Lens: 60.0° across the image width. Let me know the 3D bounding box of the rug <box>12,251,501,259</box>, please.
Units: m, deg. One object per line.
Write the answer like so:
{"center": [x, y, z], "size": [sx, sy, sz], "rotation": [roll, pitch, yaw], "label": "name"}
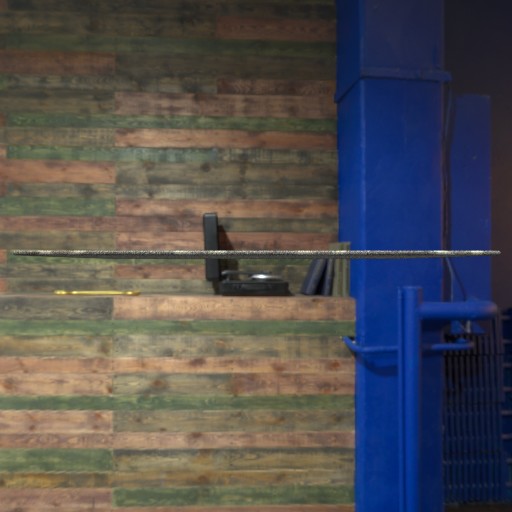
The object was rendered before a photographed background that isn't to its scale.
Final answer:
{"center": [0.000, 0.000, 3.325], "size": [2.701, 0.026, 1.801], "rotation": [0, -1, -1], "label": "rug"}
